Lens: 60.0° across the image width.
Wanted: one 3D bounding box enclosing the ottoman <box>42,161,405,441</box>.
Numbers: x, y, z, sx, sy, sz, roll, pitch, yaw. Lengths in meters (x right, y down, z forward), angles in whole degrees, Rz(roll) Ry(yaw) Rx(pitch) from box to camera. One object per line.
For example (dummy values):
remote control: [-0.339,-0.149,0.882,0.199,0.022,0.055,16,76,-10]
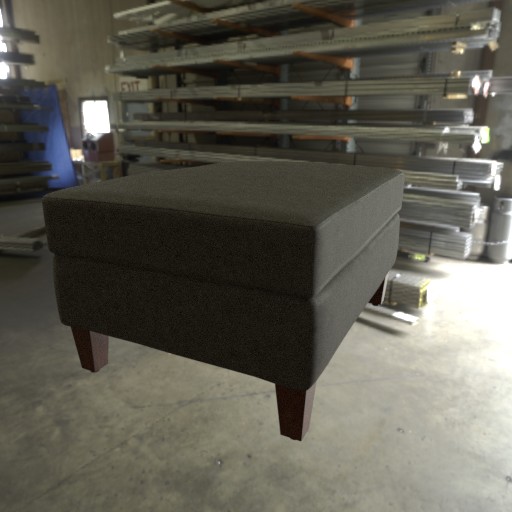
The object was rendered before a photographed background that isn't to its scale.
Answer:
ottoman: [0.000,0.000,1.210,0.639,0.464,0.839,8,19,25]
